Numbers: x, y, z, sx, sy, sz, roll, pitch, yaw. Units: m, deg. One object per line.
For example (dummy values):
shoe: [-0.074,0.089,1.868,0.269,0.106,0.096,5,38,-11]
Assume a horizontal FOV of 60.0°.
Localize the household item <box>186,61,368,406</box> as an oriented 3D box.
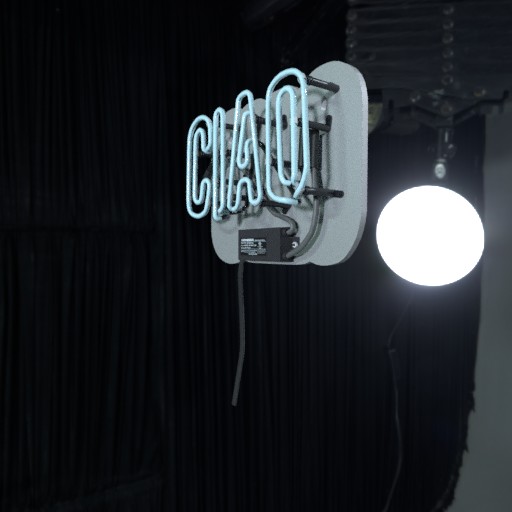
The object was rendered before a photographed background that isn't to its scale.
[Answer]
household item: [0.000,0.000,0.386,0.042,0.294,0.211,-1,1,-35]
